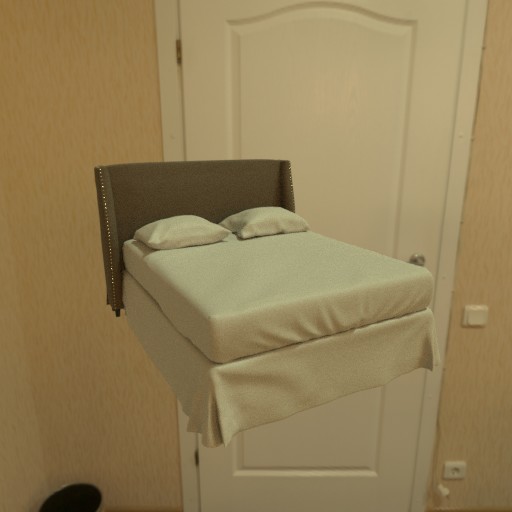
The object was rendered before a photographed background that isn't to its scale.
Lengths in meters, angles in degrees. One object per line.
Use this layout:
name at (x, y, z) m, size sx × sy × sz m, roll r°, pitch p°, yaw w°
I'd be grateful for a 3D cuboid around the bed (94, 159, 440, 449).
bed at (0.000, 0.000, 3.425) m, size 1.925 × 1.332 × 2.276 m, roll -8°, pitch 18°, yaw -28°
